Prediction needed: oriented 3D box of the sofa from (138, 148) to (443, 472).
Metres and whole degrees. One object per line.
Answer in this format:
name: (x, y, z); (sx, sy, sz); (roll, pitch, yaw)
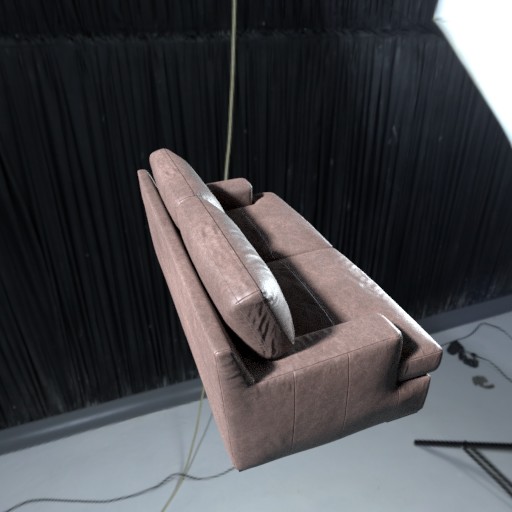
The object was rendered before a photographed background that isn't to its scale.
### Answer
sofa: (0.000, 0.000, 2.800); (1.143, 0.941, 2.261); (-10, 31, -18)
